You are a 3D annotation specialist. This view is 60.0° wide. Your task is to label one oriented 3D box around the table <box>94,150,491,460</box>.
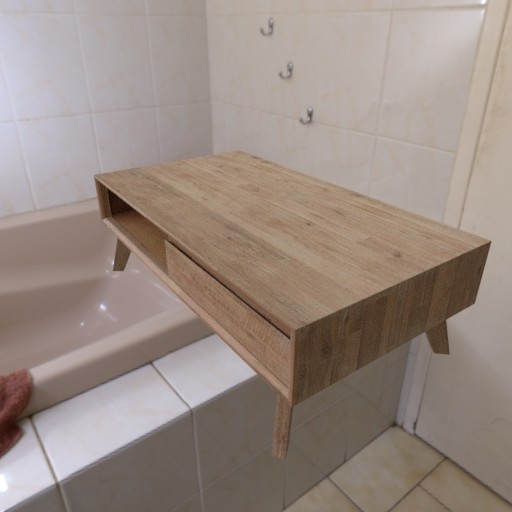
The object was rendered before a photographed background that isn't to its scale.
[{"bbox_3d":[0.000,0.000,2.051,0.918,0.531,1.619,-18,32,-31],"label":"table"}]
